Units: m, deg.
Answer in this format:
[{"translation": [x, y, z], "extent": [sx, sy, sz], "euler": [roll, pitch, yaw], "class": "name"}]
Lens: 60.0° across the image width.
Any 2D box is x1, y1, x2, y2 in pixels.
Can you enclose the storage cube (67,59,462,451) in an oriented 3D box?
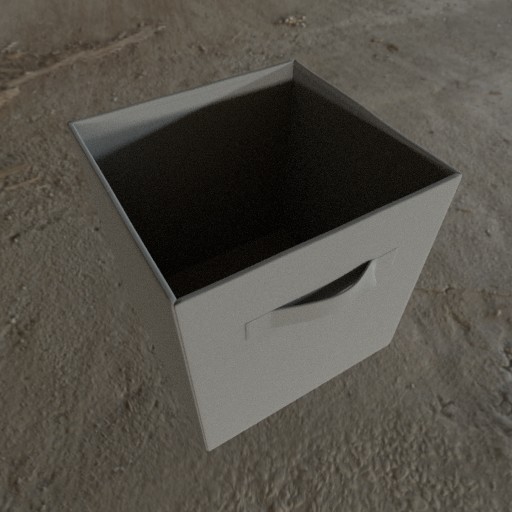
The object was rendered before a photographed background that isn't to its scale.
[{"translation": [0.000, 0.000, 0.497], "extent": [0.270, 0.280, 0.270], "euler": [-24, 52, -20], "class": "storage cube"}]
